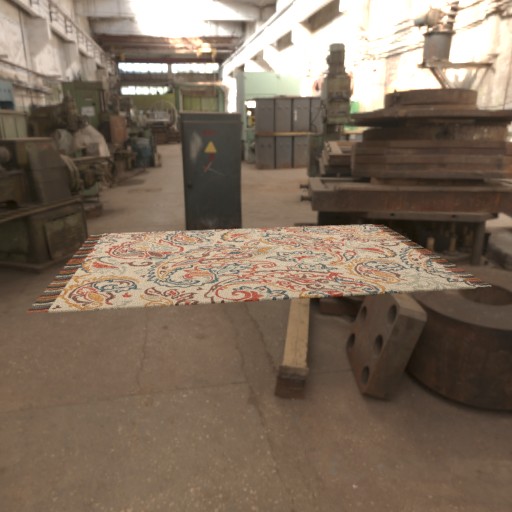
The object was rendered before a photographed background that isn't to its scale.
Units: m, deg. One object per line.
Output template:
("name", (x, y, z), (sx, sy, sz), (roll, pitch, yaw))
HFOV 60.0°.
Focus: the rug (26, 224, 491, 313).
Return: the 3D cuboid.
("rug", (0.000, 0.000, 2.435), (1.997, 0.010, 1.218), (-2, 18, -8))
